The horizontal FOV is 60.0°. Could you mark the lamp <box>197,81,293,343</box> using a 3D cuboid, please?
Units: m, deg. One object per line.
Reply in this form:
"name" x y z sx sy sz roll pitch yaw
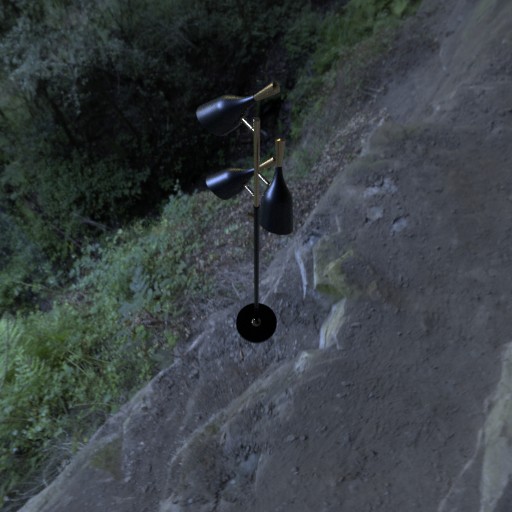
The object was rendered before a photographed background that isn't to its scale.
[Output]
"lamp" 0.000 0.000 1.933 0.253 1.778 0.434 -33 67 -16
